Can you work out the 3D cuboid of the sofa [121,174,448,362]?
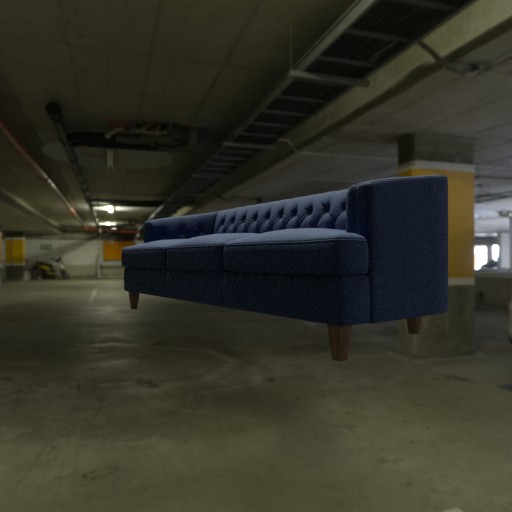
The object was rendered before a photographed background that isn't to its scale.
[{"bbox_3d":[0.000,0.000,2.706,0.914,0.787,2.235,0,-1,-36],"label":"sofa"}]
